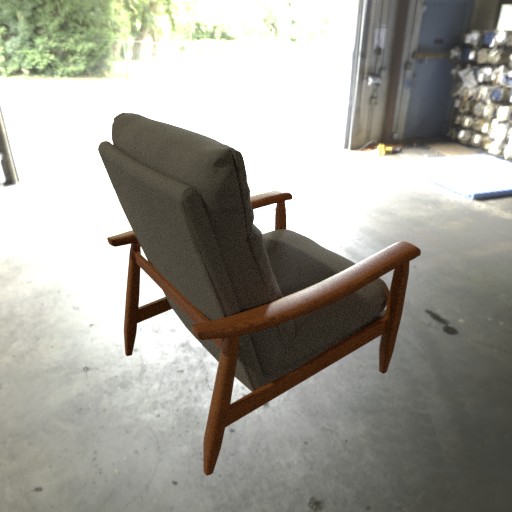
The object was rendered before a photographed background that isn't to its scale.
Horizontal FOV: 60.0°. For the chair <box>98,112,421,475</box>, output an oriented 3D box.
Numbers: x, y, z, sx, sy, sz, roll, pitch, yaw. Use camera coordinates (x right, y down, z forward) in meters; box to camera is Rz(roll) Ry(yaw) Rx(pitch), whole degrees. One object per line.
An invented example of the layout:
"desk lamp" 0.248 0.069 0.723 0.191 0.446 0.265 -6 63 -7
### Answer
"chair" 0.000 0.000 1.519 0.816 0.922 0.782 -17 32 -31
